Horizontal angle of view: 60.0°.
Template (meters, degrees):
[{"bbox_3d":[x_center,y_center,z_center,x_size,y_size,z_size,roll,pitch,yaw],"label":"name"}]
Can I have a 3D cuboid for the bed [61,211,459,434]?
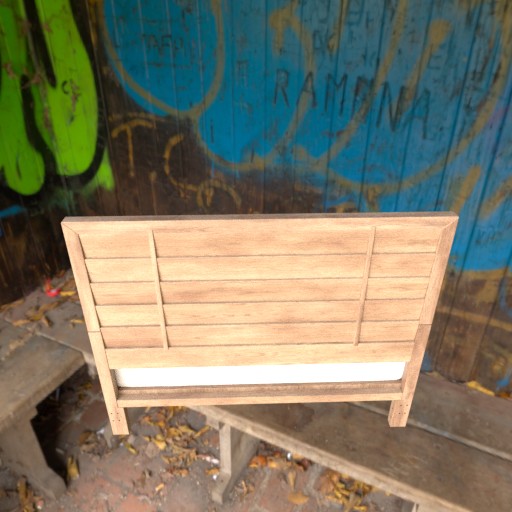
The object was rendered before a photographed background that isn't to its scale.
[{"bbox_3d":[0.000,0.000,3.539,2.032,1.626,2.032,-1,31,-2],"label":"bed"}]
